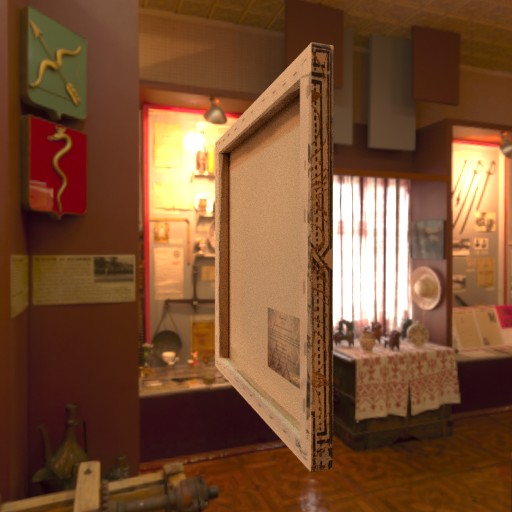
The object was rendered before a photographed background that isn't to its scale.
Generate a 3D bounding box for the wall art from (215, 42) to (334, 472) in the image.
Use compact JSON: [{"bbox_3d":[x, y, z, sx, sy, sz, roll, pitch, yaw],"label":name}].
[{"bbox_3d":[0.000,0.000,0.918,0.036,0.607,0.609,0,1,-18],"label":"wall art"}]
